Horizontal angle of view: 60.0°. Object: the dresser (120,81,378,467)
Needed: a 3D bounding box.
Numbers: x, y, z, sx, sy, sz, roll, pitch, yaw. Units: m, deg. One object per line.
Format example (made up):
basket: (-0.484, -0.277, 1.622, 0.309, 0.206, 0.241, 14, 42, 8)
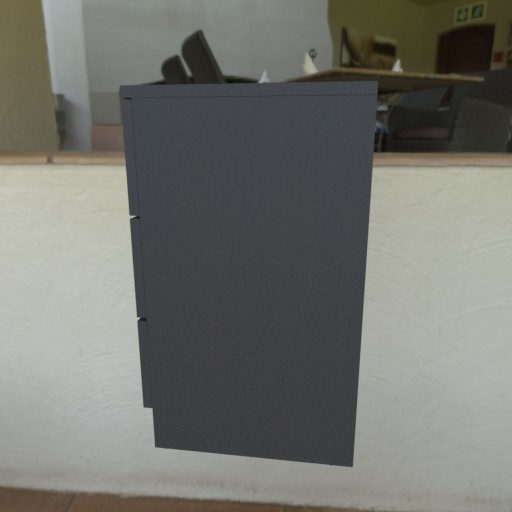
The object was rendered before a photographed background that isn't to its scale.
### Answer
dresser: (0.000, 0.000, 0.829, 0.360, 0.560, 0.400, 2, 15, 8)
